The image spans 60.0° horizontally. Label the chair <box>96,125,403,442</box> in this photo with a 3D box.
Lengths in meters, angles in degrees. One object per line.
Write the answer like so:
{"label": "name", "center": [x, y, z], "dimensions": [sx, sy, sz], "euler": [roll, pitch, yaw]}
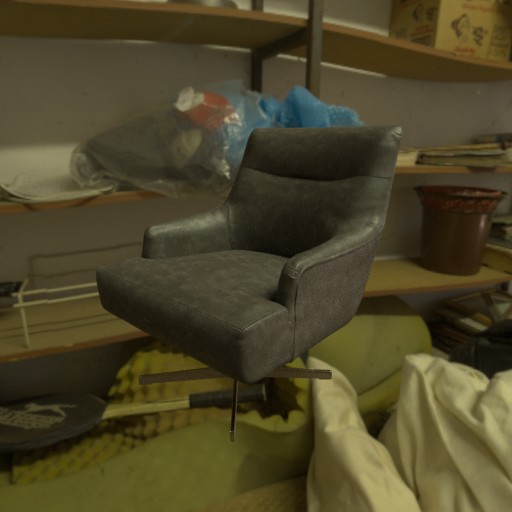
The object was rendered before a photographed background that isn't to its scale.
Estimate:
{"label": "chair", "center": [0.000, 0.000, 1.530], "dimensions": [0.738, 0.870, 0.874], "euler": [14, 20, 43]}
